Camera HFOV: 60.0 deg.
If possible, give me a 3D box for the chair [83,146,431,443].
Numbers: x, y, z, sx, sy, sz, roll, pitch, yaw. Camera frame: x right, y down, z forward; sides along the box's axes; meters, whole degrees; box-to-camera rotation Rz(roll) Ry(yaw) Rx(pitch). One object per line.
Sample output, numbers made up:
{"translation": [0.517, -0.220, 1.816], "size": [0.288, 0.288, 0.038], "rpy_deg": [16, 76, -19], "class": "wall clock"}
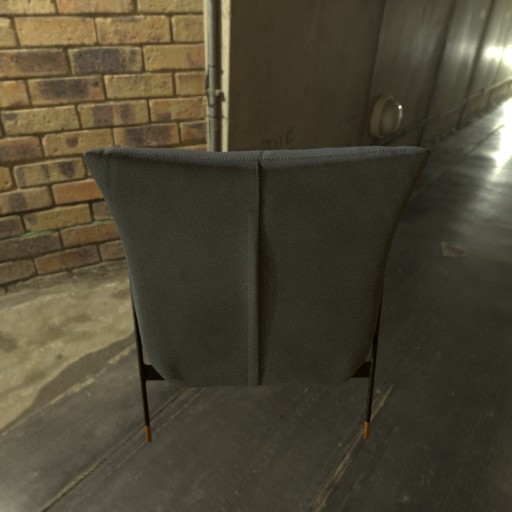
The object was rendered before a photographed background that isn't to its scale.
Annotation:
{"translation": [0.000, 0.000, 1.346], "size": [0.678, 0.858, 0.709], "rpy_deg": [-1, 30, -1], "class": "chair"}
